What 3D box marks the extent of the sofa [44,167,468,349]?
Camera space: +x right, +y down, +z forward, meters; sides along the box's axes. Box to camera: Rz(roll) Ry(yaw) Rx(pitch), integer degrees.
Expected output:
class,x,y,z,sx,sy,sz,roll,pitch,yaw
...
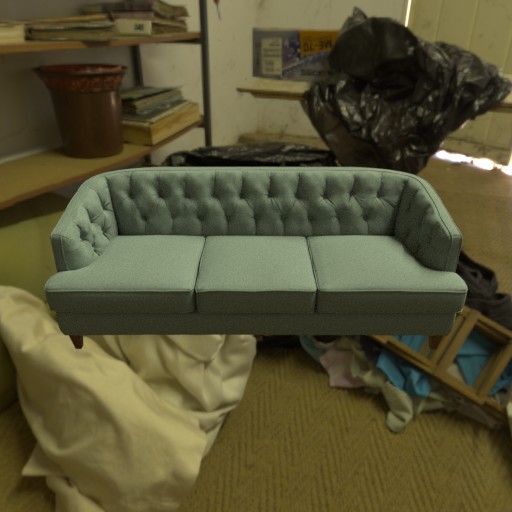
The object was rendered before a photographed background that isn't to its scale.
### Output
class,x,y,z,sx,sy,sz,roll,pitch,yaw
sofa,0.000,0.000,2.745,2.278,0.855,0.941,0,29,0
